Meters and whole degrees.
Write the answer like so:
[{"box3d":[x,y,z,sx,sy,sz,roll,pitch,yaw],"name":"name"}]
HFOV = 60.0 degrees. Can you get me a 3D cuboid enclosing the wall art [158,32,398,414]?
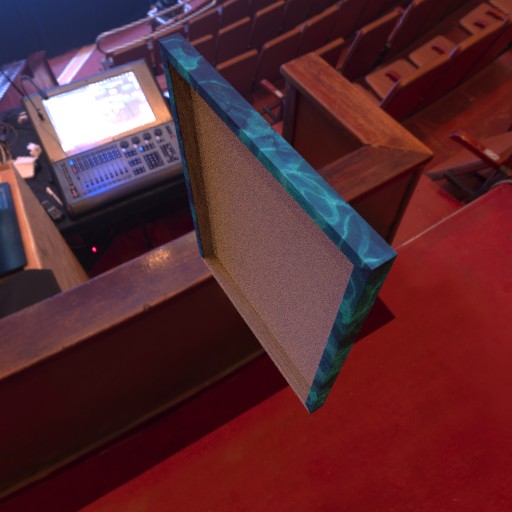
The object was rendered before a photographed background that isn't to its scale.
[{"box3d":[0.000,0.000,0.857,0.038,0.635,0.508,-29,62,-17],"name":"wall art"}]
